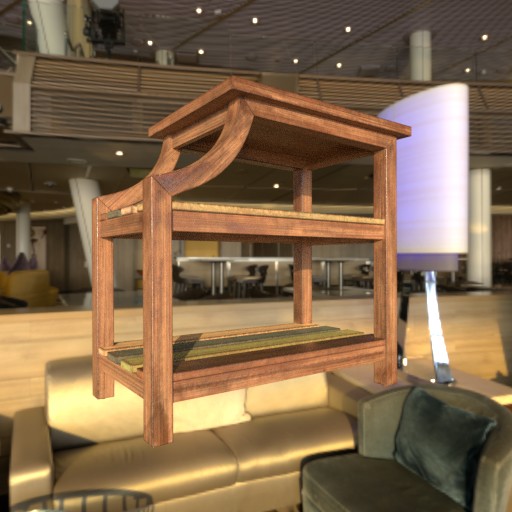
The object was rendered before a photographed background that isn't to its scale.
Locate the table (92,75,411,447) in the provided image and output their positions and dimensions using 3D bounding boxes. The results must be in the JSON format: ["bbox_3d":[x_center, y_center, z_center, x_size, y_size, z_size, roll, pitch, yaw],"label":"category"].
[{"bbox_3d":[0.000,0.000,0.964,0.609,0.584,0.356,0,-1,-36],"label":"table"}]
